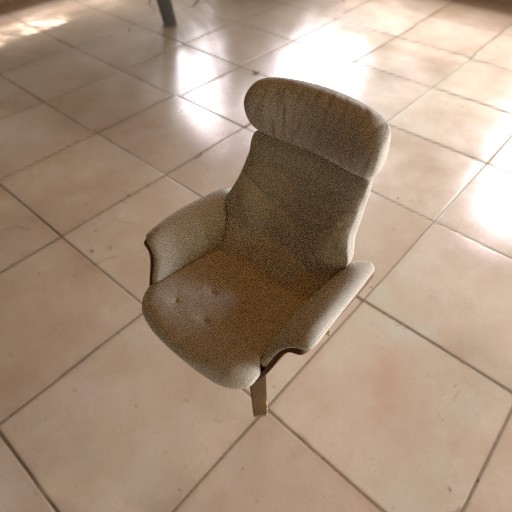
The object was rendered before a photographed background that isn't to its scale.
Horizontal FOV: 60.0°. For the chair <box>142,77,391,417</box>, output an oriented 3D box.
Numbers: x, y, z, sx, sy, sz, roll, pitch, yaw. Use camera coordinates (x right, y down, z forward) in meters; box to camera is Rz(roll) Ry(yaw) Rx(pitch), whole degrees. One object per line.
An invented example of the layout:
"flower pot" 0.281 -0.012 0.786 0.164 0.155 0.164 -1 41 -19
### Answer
"chair" 0.000 0.000 1.621 0.785 0.995 0.837 32 55 26
